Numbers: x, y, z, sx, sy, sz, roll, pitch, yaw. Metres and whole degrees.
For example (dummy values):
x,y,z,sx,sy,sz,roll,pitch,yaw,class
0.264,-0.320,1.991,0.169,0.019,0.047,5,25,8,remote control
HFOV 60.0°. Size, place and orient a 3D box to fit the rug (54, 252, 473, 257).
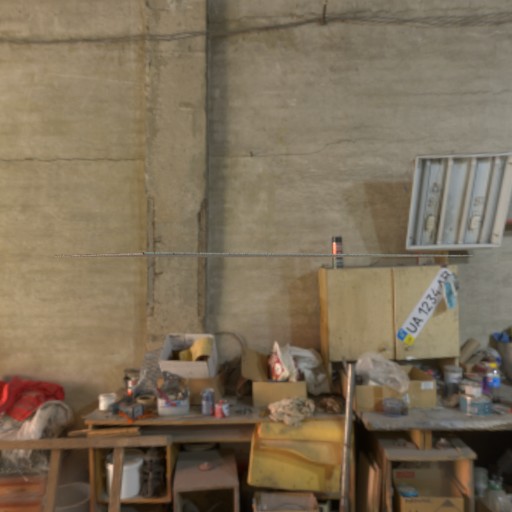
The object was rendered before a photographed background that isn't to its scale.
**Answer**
x,y,z,sx,sy,sz,roll,pitch,yaw,class
0.000,0.000,4.136,3.072,0.011,2.451,0,-1,-34,rug
